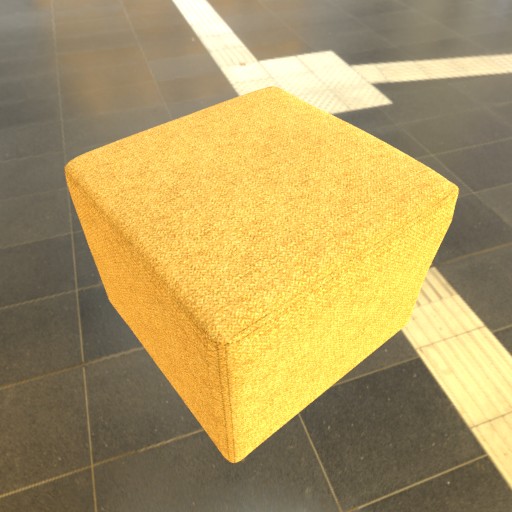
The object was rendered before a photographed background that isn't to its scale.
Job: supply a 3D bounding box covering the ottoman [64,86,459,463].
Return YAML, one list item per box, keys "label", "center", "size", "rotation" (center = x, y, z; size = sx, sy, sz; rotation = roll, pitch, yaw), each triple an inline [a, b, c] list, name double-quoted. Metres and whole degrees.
- label: "ottoman"
  center: [0.000, 0.000, 0.899]
  size: [0.512, 0.441, 0.505]
  rotation: [-30, 53, -26]
